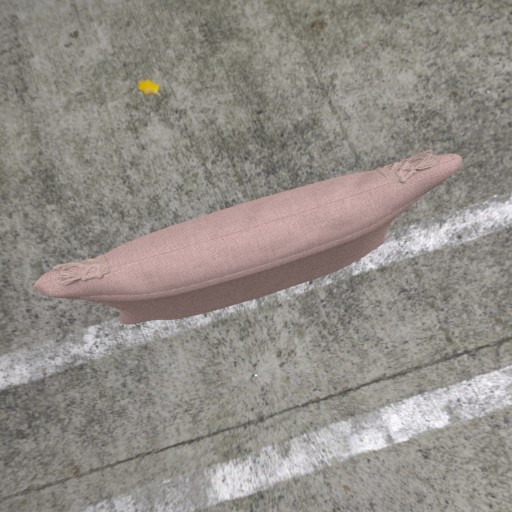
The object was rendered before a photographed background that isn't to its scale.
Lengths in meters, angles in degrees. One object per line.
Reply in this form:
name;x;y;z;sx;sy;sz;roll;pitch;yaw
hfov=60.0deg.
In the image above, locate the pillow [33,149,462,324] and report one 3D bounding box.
pillow;0.000;0.000;0.596;0.466;0.305;0.084;-17;76;-5
